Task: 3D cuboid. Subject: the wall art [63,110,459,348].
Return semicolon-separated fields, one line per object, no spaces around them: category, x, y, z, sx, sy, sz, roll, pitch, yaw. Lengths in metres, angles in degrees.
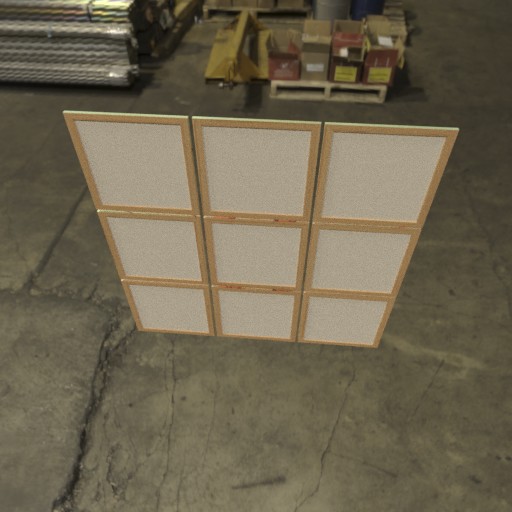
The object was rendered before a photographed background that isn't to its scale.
wall art;0.000;0.000;1.802;1.214;1.219;0.013;4;47;3
